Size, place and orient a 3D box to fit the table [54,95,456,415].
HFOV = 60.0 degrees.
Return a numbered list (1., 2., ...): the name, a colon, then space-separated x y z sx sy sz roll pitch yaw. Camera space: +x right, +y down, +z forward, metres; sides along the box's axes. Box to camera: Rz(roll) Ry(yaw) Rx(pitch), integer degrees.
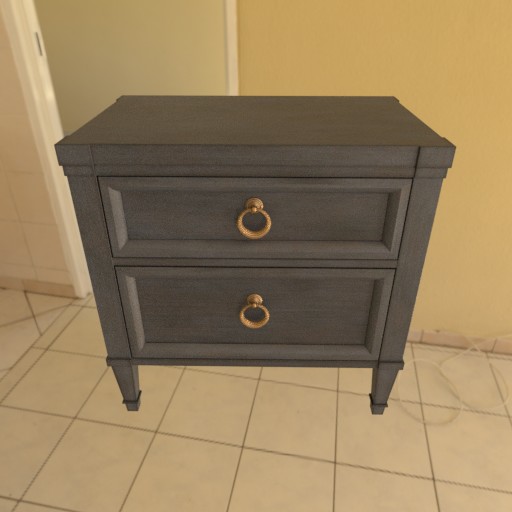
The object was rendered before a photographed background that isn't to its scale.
1. table: 0.000 0.000 1.066 0.660 0.660 0.413 0 31 1
